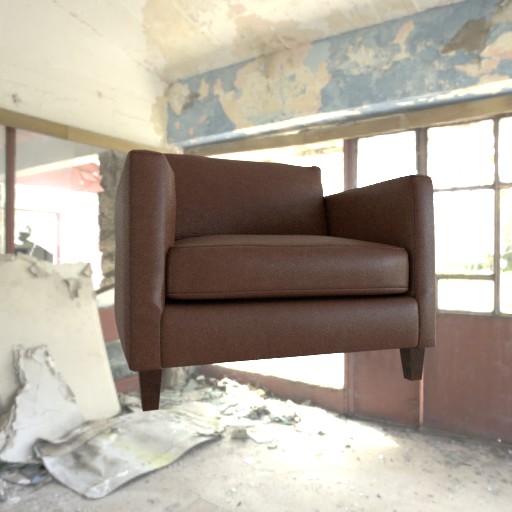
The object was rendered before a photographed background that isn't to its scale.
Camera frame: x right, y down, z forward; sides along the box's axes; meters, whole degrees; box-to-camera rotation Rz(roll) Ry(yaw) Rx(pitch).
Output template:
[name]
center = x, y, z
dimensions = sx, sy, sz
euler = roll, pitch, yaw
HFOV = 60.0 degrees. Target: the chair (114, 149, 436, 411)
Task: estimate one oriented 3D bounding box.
[chair]
center = 0.000, 0.000, 1.846
dimensions = 1.107, 0.917, 0.959
euler = 0, 0, -19
